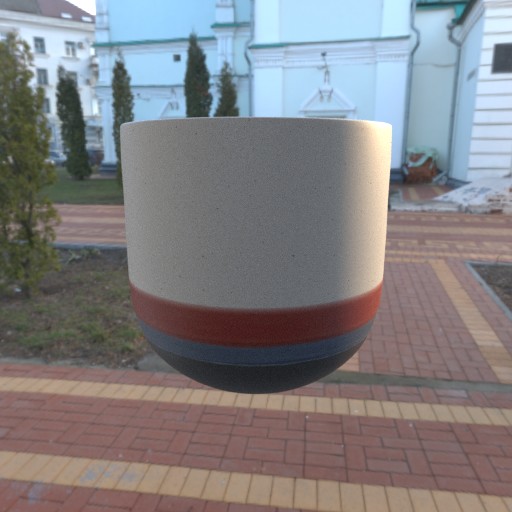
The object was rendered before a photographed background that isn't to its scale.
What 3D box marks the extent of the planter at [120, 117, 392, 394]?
[{"bbox_3d":[0.000,0.000,0.482,0.268,0.270,0.268,0,13,0],"label":"planter"}]
